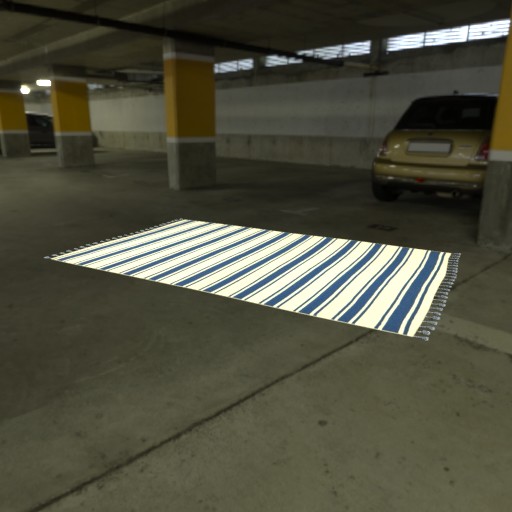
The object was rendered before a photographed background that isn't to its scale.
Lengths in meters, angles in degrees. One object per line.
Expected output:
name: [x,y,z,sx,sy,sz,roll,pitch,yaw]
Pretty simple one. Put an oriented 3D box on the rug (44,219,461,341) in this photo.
rug: [0.000,0.000,2.566,2.108,0.009,1.248,9,19,28]
